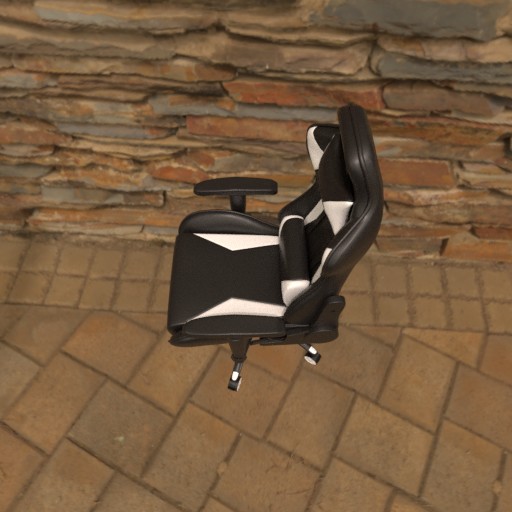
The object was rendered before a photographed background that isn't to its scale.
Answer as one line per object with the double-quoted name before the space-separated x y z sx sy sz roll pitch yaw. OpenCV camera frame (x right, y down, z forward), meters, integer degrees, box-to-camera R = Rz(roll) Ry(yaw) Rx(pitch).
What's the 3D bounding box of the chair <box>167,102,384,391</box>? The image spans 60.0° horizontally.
"chair" 0.000 0.000 1.695 0.695 1.285 0.730 -1 58 0
